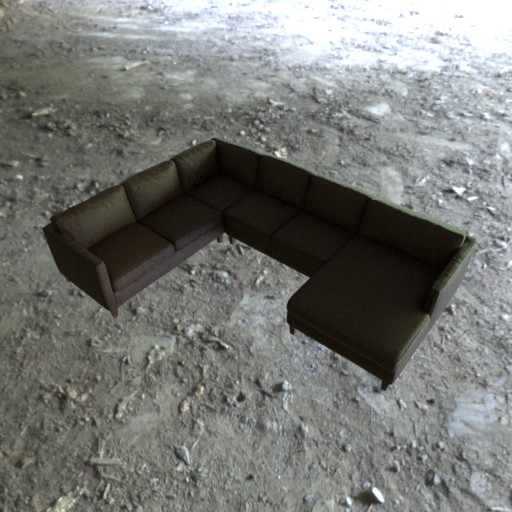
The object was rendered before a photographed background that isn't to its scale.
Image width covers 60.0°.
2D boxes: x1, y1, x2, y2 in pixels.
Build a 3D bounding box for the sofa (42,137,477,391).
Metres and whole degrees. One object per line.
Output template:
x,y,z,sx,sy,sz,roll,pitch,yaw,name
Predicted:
0.000,0.000,4.493,3.460,0.923,2.593,28,48,29,sofa
